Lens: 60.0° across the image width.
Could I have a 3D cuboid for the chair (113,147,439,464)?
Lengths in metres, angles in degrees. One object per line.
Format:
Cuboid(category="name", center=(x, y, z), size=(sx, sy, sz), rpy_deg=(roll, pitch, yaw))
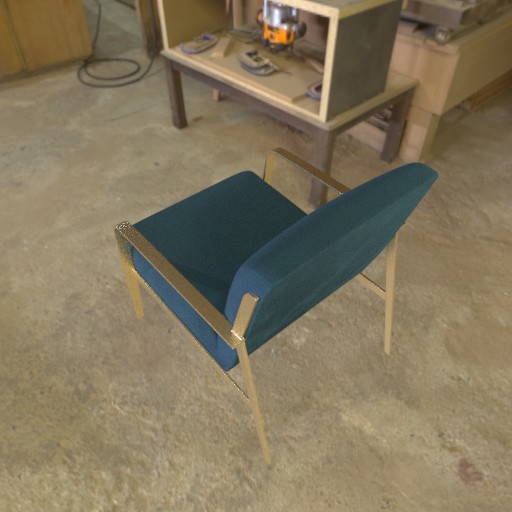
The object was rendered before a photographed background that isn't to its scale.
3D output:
Cuboid(category="chair", center=(0.000, 0.000, 1.497), size=(0.692, 0.831, 0.859), rpy_deg=(-32, 53, -27))
